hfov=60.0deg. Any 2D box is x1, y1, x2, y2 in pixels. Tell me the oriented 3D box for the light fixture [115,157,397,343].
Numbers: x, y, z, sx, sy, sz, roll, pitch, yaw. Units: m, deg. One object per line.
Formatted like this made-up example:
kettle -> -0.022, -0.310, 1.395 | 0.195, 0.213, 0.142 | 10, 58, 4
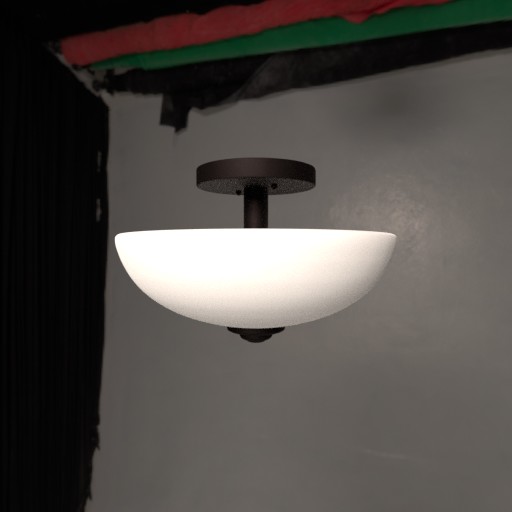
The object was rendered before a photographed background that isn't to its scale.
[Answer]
light fixture -> 0.000, 0.000, 0.546 | 0.331, 0.212, 0.331 | 0, 0, 0
